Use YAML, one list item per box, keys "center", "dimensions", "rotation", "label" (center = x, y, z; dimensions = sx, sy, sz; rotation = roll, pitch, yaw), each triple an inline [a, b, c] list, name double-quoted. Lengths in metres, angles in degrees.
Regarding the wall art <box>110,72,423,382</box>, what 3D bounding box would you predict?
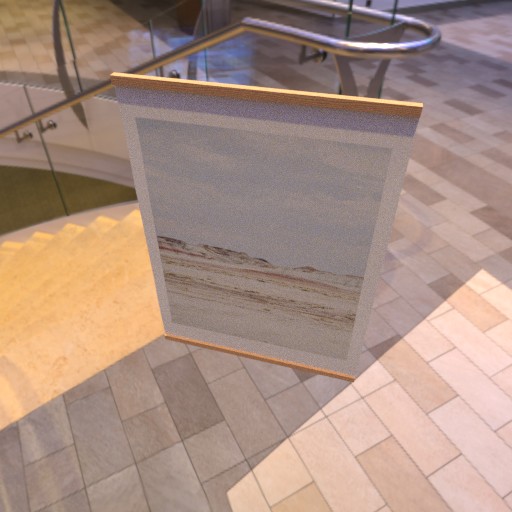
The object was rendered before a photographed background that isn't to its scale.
- center: [0.000, 0.000, 1.351]
  dimensions: [0.739, 1.016, 0.020]
  rotation: [10, 42, 12]
  label: "wall art"
